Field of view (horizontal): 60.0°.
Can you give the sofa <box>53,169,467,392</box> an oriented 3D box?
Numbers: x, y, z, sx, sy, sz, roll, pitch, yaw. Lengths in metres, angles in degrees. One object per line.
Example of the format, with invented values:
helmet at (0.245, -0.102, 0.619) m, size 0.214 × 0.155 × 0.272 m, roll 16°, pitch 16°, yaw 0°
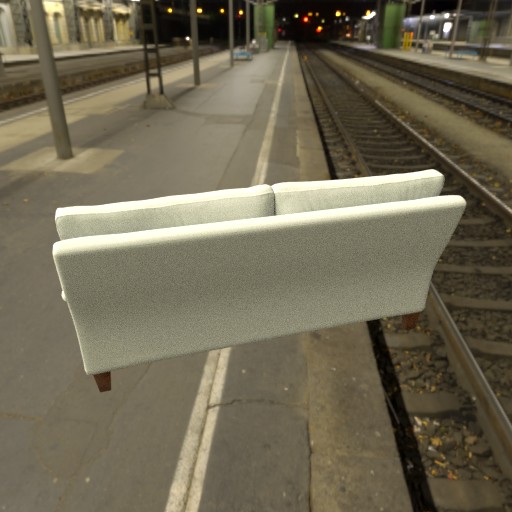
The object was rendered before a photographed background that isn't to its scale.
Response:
sofa at (0.000, 0.000, 2.795) m, size 2.193 × 1.096 × 1.069 m, roll -8°, pitch 28°, yaw -15°
